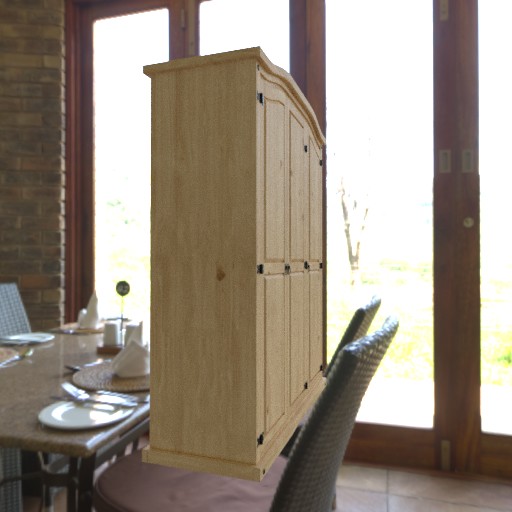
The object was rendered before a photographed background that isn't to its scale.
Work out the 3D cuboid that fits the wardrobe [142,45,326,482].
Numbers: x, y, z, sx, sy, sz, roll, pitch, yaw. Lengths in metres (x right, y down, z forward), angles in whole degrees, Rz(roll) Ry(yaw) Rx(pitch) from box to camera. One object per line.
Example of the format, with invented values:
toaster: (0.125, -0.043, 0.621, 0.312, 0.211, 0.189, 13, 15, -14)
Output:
wardrobe: (0.000, 0.000, 2.622, 0.570, 1.870, 1.500, 0, -1, 19)
